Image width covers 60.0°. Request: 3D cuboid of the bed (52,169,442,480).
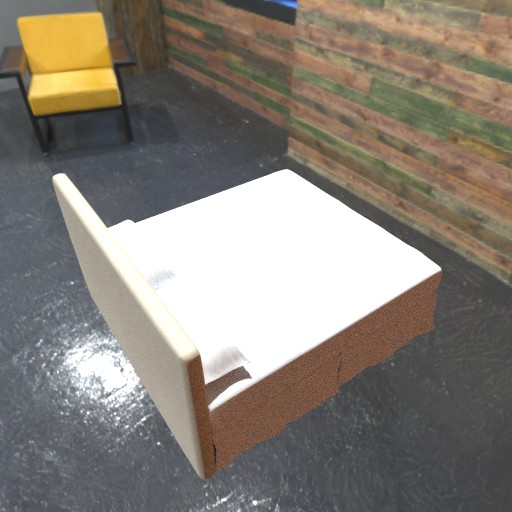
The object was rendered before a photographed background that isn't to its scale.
[{"bbox_3d":[0.000,0.000,3.541,2.319,1.317,2.119,-25,46,-26],"label":"bed"}]
